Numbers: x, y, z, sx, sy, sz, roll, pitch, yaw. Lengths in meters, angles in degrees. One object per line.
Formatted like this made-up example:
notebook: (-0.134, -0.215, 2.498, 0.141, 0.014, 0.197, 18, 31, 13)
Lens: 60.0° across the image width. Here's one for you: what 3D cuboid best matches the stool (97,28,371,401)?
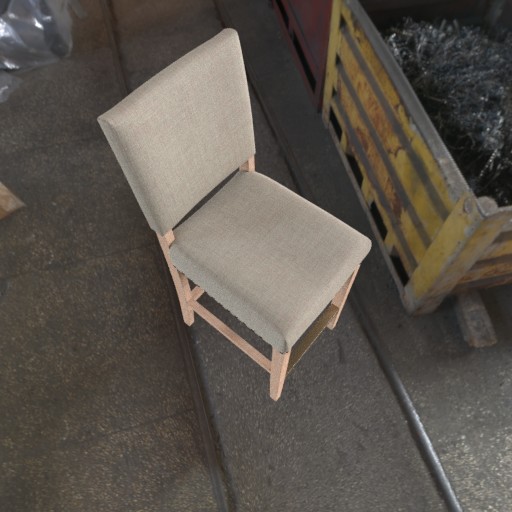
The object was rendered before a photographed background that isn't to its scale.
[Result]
stool: (0.000, 0.000, 1.468, 0.585, 1.173, 0.445, 36, 66, 19)
